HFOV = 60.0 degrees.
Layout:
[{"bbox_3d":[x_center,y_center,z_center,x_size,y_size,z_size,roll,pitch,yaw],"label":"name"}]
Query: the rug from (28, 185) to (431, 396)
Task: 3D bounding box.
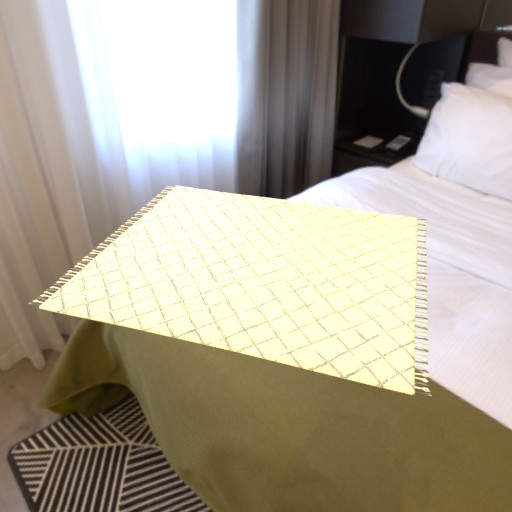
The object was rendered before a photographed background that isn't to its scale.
[{"bbox_3d":[0.000,0.000,4.836,3.585,0.036,2.892,10,34,15],"label":"rug"}]
